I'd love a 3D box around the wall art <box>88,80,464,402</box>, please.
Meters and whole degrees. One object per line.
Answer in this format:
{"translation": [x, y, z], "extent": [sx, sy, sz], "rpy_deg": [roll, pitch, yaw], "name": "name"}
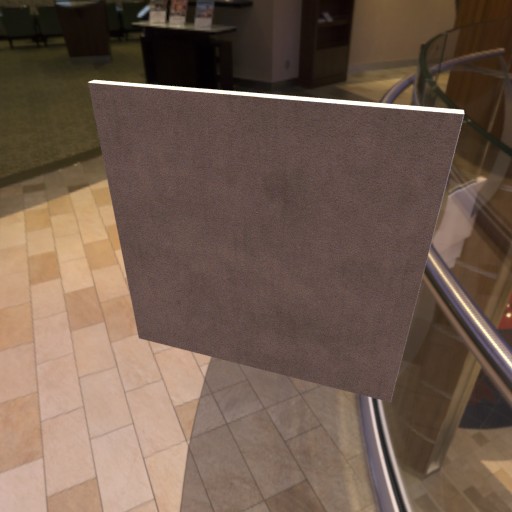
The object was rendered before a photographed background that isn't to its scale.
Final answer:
{"translation": [0.000, 0.000, 0.940], "extent": [0.664, 0.661, 0.020], "rpy_deg": [10, 35, 15], "name": "wall art"}
